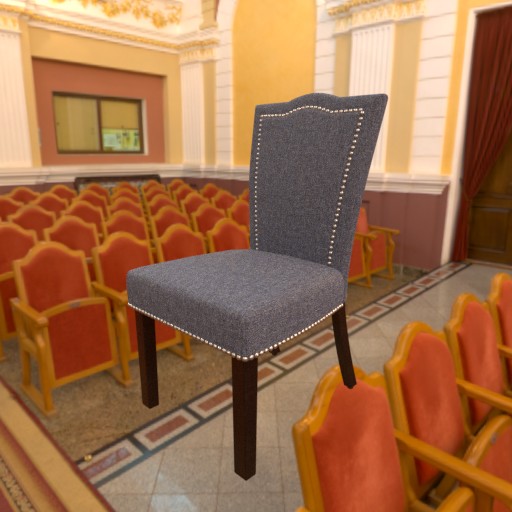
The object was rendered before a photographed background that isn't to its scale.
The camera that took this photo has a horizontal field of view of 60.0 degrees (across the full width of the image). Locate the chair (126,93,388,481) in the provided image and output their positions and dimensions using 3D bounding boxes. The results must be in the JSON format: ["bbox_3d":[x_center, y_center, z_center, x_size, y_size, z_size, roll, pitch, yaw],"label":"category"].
[{"bbox_3d":[0.000,0.000,1.304,0.518,0.946,0.589,13,19,43],"label":"chair"}]
